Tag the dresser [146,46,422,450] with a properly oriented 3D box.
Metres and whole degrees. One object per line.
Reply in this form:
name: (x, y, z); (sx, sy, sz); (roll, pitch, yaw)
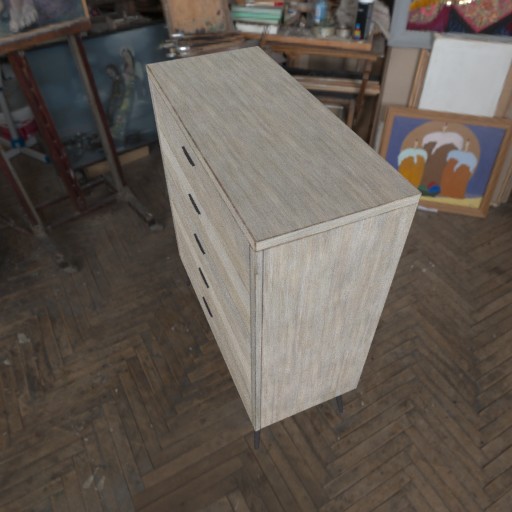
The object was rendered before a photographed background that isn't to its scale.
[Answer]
dresser: (0.000, 0.000, 1.786); (0.457, 1.219, 1.016); (-17, 48, -16)
